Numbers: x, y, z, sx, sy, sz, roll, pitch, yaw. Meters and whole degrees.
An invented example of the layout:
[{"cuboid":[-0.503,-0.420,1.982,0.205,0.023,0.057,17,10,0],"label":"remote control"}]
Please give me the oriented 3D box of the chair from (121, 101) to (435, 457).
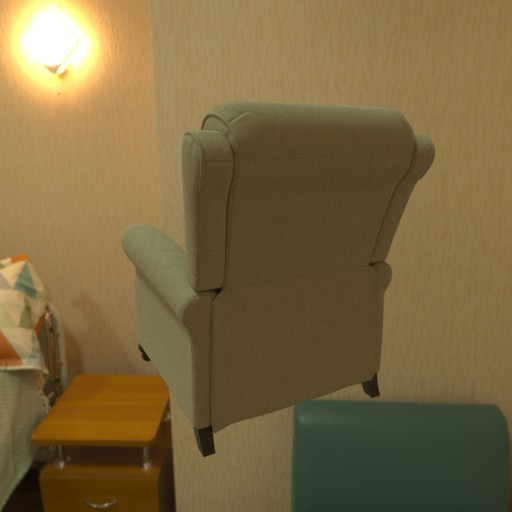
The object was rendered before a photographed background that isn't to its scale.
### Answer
[{"cuboid":[0.000,0.000,1.686,0.859,1.046,0.919,-8,16,-28],"label":"chair"}]
